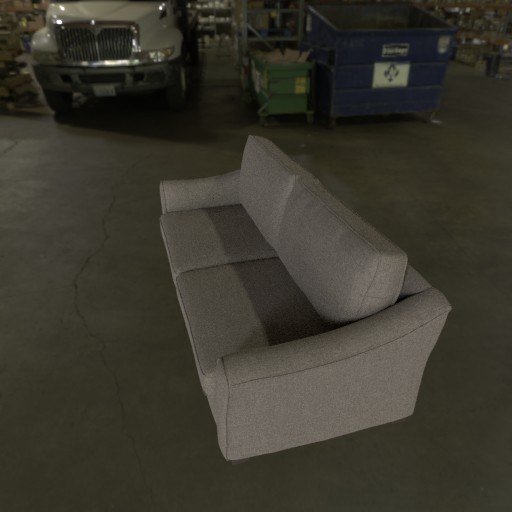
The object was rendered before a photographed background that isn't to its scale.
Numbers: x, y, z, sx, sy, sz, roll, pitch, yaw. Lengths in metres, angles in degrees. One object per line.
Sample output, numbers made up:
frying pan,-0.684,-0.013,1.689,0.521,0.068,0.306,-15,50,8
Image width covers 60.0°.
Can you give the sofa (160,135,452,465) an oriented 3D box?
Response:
sofa,0.000,0.000,2.710,1.013,0.976,2.203,-9,31,-15
